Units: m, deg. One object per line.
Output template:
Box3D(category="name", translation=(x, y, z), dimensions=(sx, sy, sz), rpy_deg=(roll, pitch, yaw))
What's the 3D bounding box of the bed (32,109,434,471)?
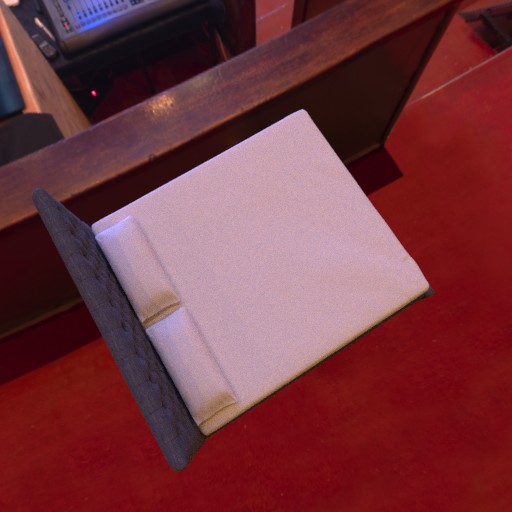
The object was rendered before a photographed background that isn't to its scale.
Box3D(category="bed", translation=(0.000, 0.000, 3.614), dimensions=(2.387, 1.427, 2.078), rpy_deg=(-31, 78, -7))
